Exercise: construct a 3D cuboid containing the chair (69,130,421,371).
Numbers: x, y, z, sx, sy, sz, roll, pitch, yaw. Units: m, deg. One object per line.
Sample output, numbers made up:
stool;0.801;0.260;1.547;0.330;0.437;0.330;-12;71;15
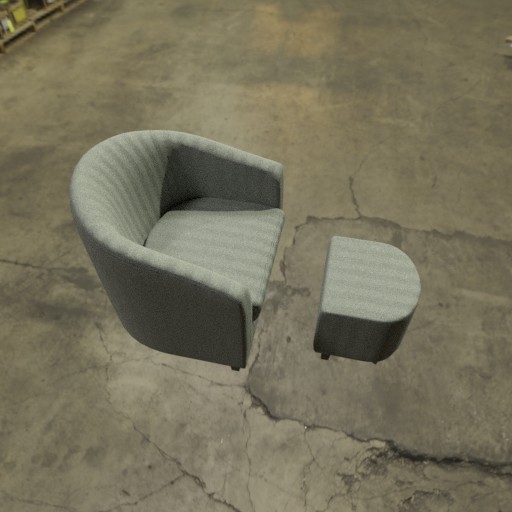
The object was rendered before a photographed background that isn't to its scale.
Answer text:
chair;0.000;0.000;1.761;1.288;0.757;0.756;9;48;8
